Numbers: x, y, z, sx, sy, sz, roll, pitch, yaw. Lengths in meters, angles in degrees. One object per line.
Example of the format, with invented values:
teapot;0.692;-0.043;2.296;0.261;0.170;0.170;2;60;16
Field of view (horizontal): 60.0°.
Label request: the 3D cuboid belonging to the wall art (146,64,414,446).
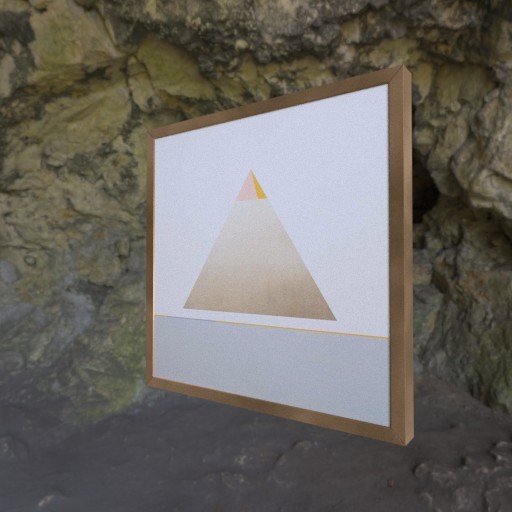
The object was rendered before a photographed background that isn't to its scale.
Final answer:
wall art;0.000;0.000;0.756;0.513;0.511;0.038;-1;-1;35
